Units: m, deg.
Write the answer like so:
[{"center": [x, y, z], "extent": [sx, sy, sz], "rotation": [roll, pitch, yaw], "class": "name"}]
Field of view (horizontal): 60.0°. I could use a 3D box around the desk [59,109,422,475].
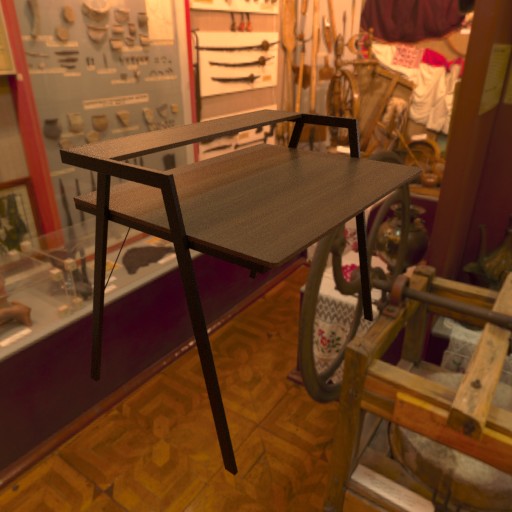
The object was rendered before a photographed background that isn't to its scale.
[{"center": [0.000, 0.000, 1.861], "extent": [0.936, 0.998, 1.143], "rotation": [18, 31, 32], "class": "desk"}]
